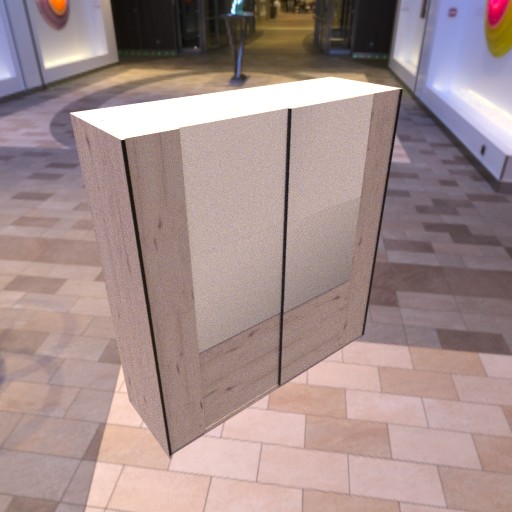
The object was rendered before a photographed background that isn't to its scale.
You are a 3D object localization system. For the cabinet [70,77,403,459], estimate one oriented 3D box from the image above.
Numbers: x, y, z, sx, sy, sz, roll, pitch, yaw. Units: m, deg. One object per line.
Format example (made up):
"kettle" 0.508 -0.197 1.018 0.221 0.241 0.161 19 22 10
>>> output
"cabinet" 0.000 0.000 3.214 2.000 2.180 0.660 -22 37 -32
